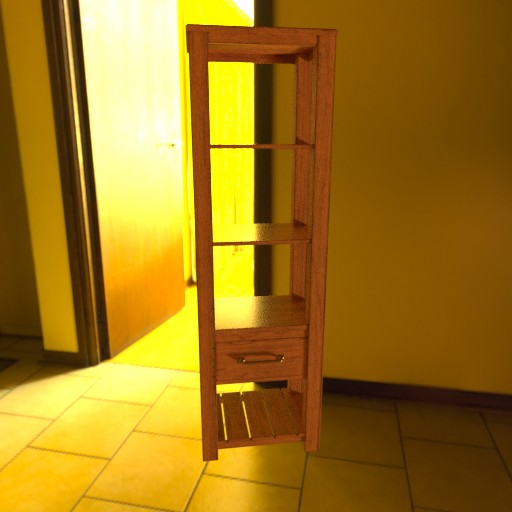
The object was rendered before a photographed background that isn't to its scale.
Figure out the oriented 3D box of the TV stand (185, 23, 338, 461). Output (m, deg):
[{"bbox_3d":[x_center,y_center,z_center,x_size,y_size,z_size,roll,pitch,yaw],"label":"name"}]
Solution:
[{"bbox_3d":[0.000,0.000,2.031,0.565,1.828,0.435,-2,14,-8],"label":"TV stand"}]
